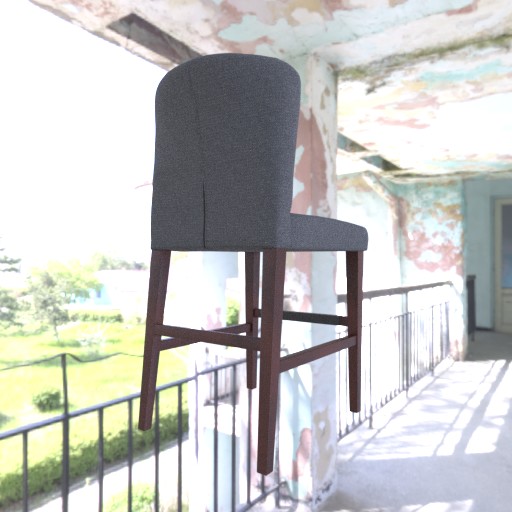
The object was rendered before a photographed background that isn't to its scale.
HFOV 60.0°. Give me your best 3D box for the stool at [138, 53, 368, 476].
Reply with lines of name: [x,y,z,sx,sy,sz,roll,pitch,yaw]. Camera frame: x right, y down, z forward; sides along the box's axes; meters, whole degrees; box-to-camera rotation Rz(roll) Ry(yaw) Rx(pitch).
stool: [0.000,0.000,1.310,0.479,0.968,0.568,0,0,37]
